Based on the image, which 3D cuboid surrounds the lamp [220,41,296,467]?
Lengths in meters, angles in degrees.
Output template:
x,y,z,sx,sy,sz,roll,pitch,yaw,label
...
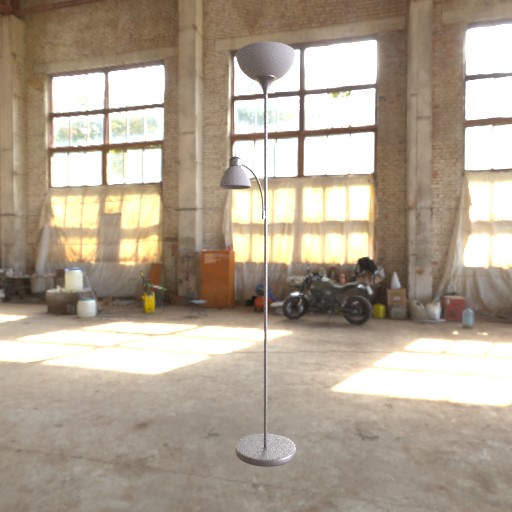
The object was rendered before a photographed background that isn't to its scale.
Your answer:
x,y,z,sx,sy,sz,roll,pitch,yaw,label
0.000,0.000,1.951,0.279,1.804,0.425,1,1,35,lamp
